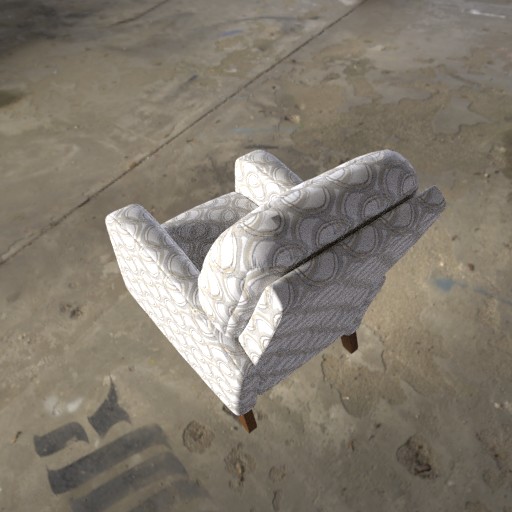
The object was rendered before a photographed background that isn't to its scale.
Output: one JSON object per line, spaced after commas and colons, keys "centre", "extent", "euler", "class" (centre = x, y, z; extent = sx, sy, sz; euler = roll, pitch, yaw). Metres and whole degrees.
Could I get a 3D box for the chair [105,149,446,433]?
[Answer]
{"centre": [0.000, 0.000, 1.723], "extent": [0.796, 1.065, 0.995], "euler": [-29, 53, -25], "class": "chair"}
